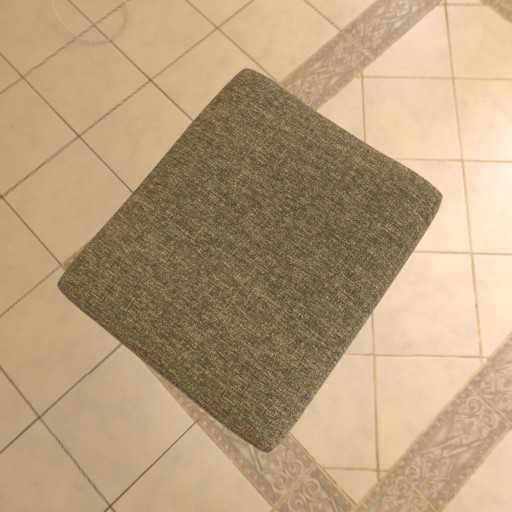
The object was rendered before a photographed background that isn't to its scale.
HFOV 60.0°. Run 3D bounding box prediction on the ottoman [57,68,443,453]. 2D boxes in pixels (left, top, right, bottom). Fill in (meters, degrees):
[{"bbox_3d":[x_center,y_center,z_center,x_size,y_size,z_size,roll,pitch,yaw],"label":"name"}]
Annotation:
[{"bbox_3d":[0.000,0.000,1.253,0.683,0.480,0.828,36,79,8],"label":"ottoman"}]
